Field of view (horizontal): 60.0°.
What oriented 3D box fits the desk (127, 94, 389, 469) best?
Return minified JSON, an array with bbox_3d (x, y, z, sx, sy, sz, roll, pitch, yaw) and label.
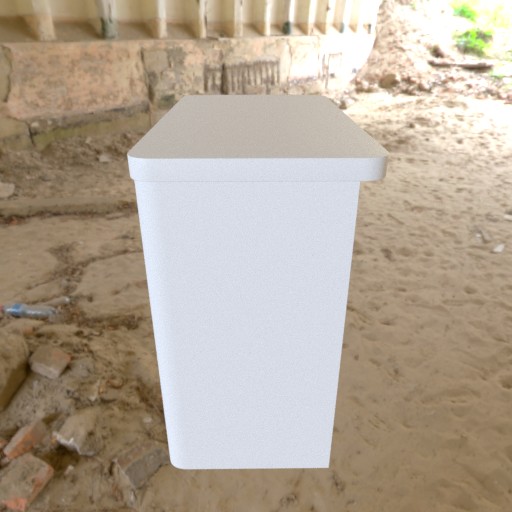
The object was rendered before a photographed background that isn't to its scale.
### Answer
[{"bbox_3d":[0.000,0.000,1.245,0.446,0.760,0.790,0,27,-1],"label":"desk"}]
